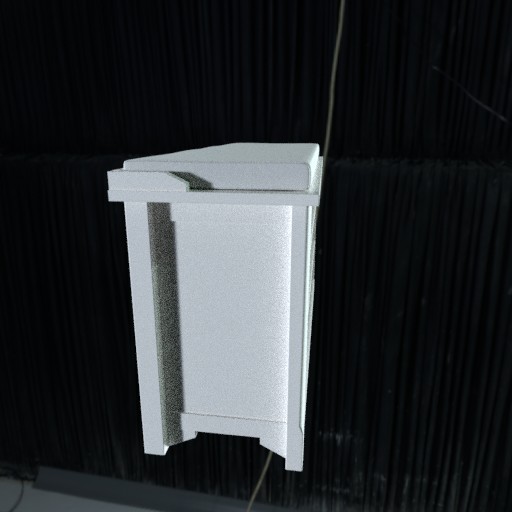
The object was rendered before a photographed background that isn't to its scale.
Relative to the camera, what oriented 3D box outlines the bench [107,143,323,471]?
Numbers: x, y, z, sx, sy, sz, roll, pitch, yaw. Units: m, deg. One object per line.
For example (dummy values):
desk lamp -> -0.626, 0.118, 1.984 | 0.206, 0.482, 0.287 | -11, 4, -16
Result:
bench -> 0.000, 0.000, 1.243 | 0.346, 0.589, 0.987 | 2, 16, 8
